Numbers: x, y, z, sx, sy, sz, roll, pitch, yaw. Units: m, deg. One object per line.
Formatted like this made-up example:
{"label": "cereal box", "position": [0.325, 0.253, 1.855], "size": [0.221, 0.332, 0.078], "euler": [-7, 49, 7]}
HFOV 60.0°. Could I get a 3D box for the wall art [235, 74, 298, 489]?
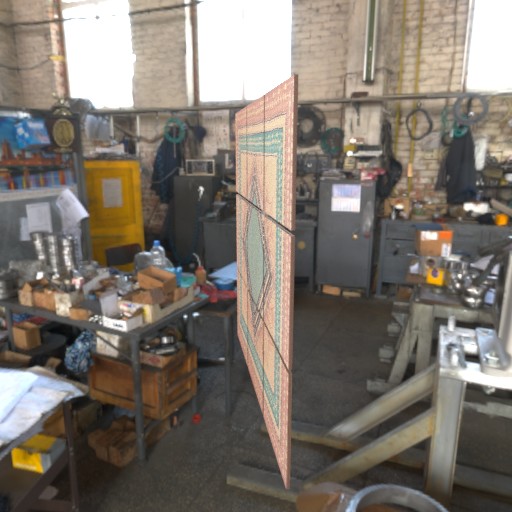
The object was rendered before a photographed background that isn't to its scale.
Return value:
{"label": "wall art", "position": [0.000, 0.000, 2.295], "size": [0.014, 1.525, 1.527], "euler": [-2, 13, -9]}
